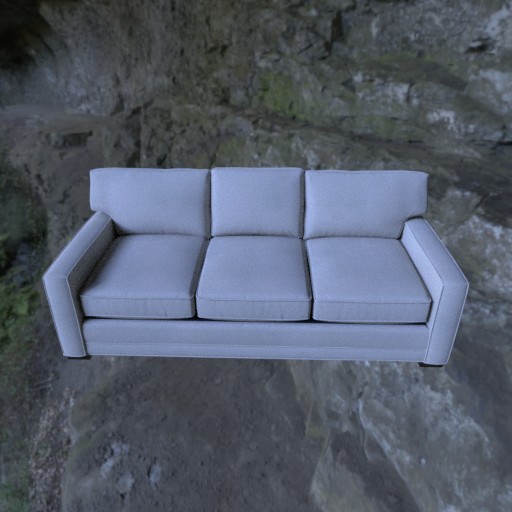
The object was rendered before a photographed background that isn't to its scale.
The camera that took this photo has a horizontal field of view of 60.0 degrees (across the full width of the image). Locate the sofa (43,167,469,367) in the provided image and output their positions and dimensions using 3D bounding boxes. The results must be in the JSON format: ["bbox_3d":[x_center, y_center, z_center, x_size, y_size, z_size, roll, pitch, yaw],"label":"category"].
[{"bbox_3d":[0.000,0.000,2.600,2.088,0.862,0.935,1,30,2],"label":"sofa"}]
